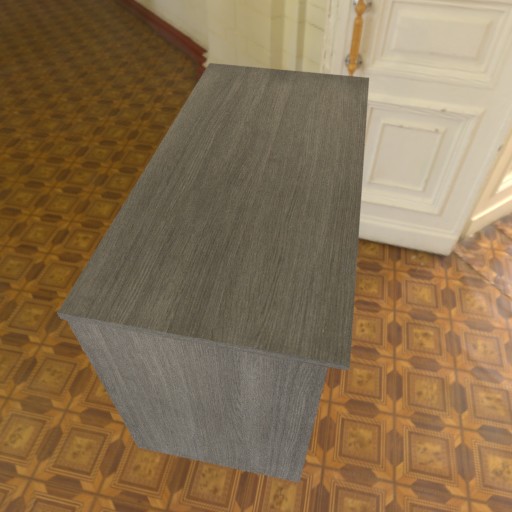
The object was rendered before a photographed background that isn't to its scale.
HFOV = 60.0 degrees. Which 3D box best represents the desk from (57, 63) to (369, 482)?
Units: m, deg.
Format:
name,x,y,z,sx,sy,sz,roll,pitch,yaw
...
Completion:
name,x,y,z,sx,sy,sz,roll,pitch,yaw
desk,0.000,0.000,1.449,0.560,0.735,1.097,9,48,8
